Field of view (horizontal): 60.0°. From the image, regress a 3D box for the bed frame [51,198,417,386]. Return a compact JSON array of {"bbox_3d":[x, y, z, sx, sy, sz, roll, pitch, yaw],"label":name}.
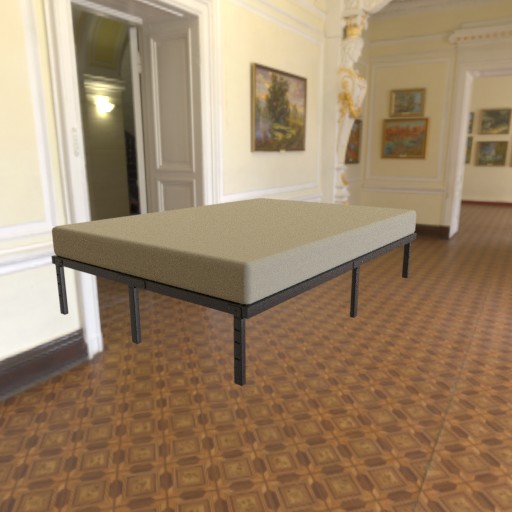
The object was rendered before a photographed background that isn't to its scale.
[{"bbox_3d":[0.000,0.000,3.836,2.205,0.680,2.842,13,18,43],"label":"bed frame"}]
